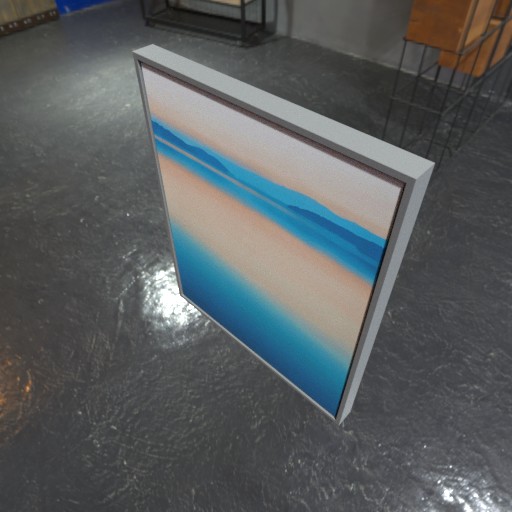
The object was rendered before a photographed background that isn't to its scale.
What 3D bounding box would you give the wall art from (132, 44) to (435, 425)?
[{"bbox_3d":[0.000,0.000,0.737,0.453,0.554,0.037,34,55,28],"label":"wall art"}]
